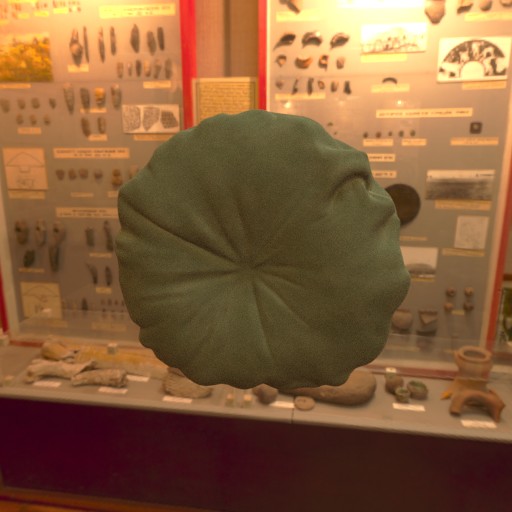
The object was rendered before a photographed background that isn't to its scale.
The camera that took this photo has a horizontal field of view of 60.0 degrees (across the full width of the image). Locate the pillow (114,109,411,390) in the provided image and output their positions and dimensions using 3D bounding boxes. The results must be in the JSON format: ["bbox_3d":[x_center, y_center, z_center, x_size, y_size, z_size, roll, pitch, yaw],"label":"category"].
[{"bbox_3d":[0.000,0.000,0.649,0.428,0.407,0.148,3,15,10],"label":"pillow"}]
